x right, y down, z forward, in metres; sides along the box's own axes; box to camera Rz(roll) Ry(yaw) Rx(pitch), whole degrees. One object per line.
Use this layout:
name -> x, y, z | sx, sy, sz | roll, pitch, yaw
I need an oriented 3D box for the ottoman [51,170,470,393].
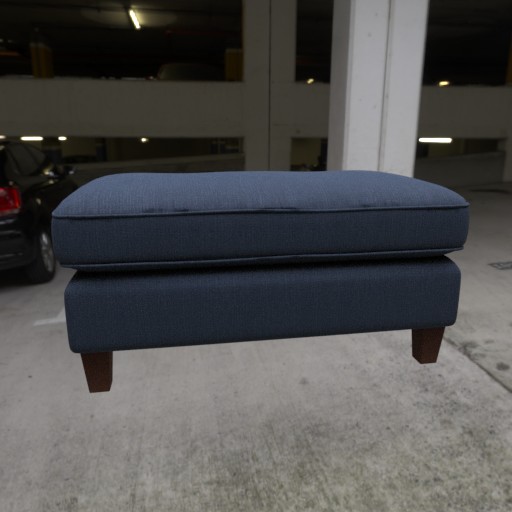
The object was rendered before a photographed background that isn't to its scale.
ottoman -> 0.000, 0.000, 1.187 | 0.885, 0.438, 0.570 | -2, 16, -9
